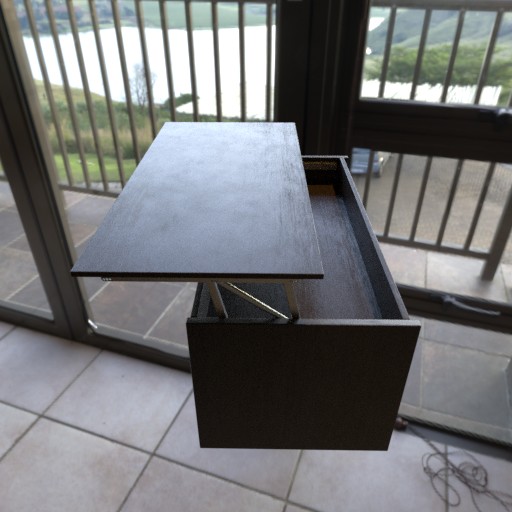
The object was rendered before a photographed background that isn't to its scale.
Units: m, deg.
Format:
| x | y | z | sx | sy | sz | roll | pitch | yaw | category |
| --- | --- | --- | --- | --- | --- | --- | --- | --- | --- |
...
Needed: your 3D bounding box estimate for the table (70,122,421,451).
| x | y | z | sx | sy | sz | roll | pitch | yaw | category |
| --- | --- | --- | --- | --- | --- | --- | --- | --- | --- |
| 0.000 | 0.000 | 1.436 | 0.712 | 0.570 | 1.000 | 1 | 33 | 1 | table |
